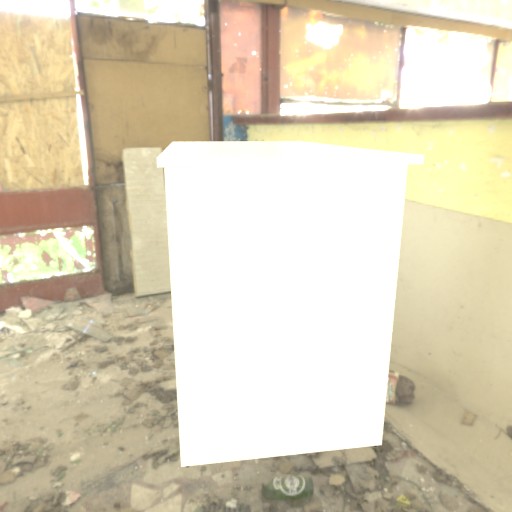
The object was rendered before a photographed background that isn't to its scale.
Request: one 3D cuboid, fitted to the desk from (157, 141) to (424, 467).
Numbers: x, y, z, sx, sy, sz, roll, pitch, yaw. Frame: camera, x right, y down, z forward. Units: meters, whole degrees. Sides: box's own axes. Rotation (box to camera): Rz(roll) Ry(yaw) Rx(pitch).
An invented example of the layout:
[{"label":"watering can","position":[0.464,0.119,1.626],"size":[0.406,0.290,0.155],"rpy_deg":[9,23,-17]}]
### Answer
[{"label":"desk","position":[0.000,0.000,1.528],"size":[0.560,0.735,1.097],"rpy_deg":[-2,16,-8]}]
